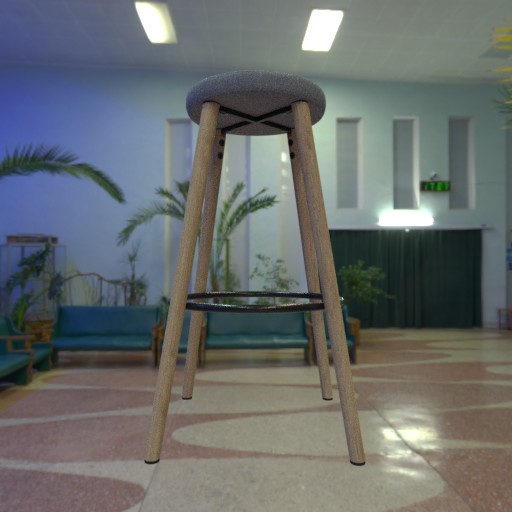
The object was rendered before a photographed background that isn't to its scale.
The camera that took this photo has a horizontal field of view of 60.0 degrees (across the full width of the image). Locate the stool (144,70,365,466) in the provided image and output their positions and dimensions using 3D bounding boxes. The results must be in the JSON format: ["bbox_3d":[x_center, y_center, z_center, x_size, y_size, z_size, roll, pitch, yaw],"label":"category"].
[{"bbox_3d":[0.000,0.000,1.019,0.410,0.770,0.410,0,-1,1],"label":"stool"}]
